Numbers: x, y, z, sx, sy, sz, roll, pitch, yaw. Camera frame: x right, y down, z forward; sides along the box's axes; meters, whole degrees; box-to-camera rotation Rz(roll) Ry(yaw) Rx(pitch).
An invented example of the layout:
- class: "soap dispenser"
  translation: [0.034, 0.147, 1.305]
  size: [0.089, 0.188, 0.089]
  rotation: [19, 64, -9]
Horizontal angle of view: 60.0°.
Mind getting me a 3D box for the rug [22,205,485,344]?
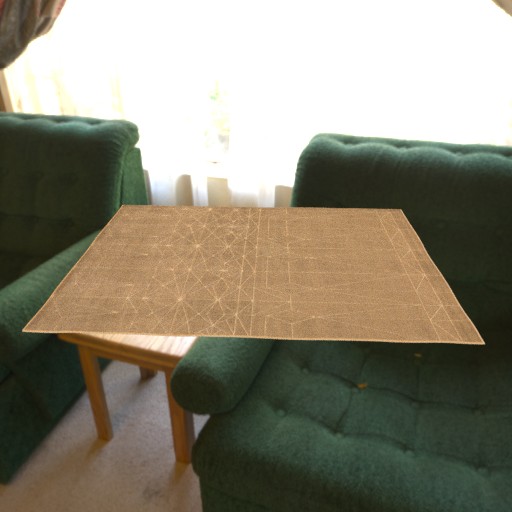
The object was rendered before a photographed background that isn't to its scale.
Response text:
- class: "rug"
  translation: [0.000, 0.000, 4.267]
  size: [3.357, 0.019, 2.449]
  rotation: [1, 29, 2]
